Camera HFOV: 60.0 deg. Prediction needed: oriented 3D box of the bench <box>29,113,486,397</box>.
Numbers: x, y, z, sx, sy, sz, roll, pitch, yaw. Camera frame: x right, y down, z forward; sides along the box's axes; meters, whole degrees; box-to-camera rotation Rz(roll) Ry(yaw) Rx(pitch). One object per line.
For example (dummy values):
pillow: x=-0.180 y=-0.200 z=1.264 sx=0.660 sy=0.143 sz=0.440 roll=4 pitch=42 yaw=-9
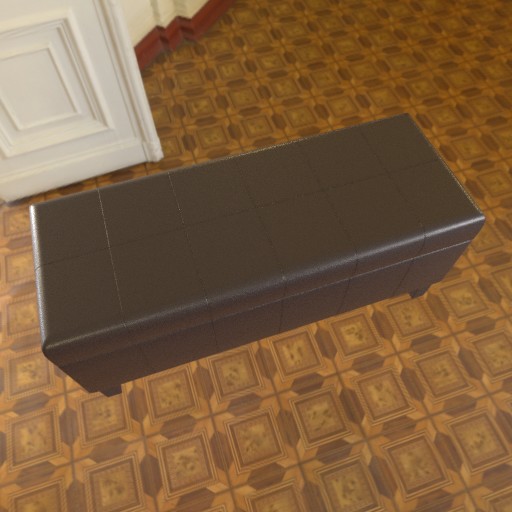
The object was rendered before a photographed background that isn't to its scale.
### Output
bench: x=0.000 y=0.000 z=1.297 sx=1.092 sy=0.457 sz=0.429 roll=-16 pitch=60 yaw=-10
